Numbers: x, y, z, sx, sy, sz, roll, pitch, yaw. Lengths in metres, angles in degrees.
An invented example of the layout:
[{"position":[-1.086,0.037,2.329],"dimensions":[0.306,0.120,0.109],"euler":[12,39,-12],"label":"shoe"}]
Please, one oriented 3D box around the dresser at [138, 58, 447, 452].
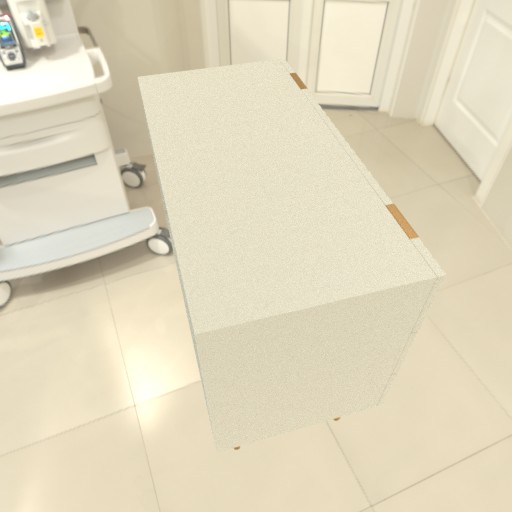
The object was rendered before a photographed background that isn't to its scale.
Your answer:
[{"position":[0.000,0.000,1.297],"dimensions":[0.457,0.721,0.905],"euler":[-12,49,-11],"label":"dresser"}]
